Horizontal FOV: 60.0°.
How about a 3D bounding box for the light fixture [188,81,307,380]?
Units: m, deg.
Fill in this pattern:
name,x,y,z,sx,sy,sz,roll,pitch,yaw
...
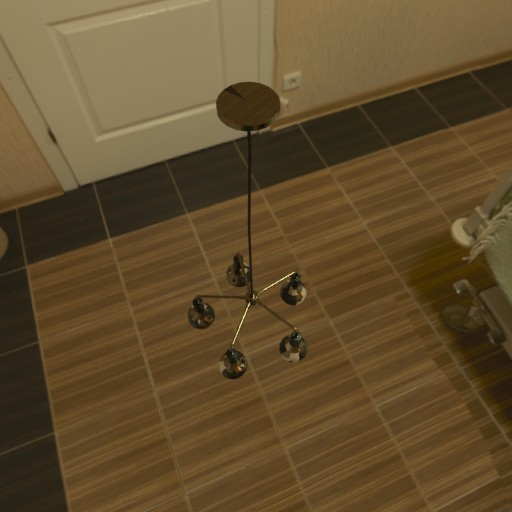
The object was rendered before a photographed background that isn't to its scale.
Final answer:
name,x,y,z,sx,sy,sz,roll,pitch,yaw
light fixture,0.000,0.000,1.175,0.421,0.988,0.438,34,65,18
